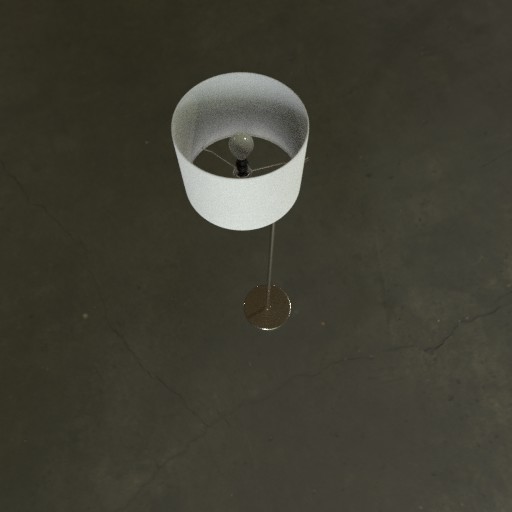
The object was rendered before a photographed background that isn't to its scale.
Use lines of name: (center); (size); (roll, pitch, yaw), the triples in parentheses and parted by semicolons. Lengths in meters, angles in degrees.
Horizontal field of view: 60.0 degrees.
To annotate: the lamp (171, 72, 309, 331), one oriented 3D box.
lamp: (0.000, 0.000, 1.774); (0.416, 1.600, 0.324); (-34, 69, -15)
